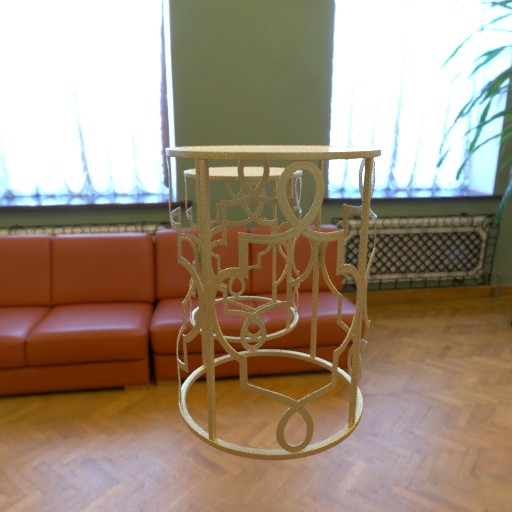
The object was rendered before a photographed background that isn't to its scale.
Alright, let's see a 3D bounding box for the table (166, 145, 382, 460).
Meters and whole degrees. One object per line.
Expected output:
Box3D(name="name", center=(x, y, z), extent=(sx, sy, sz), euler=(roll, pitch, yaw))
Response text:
Box3D(name="table", center=(0.000, 0.000, 1.162), extent=(0.420, 0.564, 0.846), euler=(-2, 16, -9))
